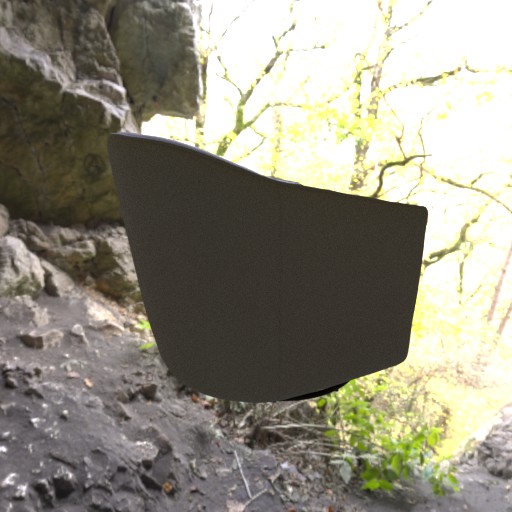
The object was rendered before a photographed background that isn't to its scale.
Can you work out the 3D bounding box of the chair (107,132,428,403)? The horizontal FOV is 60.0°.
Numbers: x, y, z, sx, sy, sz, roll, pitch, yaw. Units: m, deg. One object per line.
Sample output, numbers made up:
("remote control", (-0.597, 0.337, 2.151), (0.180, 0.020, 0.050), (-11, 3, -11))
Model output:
("chair", (0.000, 0.000, 1.478), (0.875, 0.799, 0.747), (-8, 18, -26))
